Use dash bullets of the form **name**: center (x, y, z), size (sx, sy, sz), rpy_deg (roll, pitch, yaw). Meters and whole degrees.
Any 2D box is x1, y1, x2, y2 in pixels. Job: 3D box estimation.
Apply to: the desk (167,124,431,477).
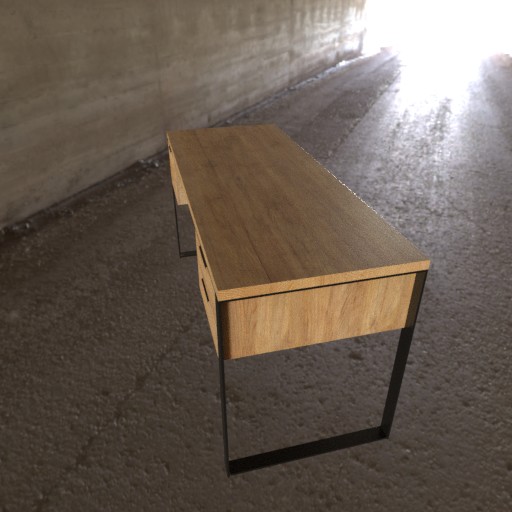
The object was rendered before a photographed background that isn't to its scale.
- **desk**: center (0.000, 0.000, 1.981), size (0.600, 0.760, 1.520), rpy_deg (-8, 32, -12)
